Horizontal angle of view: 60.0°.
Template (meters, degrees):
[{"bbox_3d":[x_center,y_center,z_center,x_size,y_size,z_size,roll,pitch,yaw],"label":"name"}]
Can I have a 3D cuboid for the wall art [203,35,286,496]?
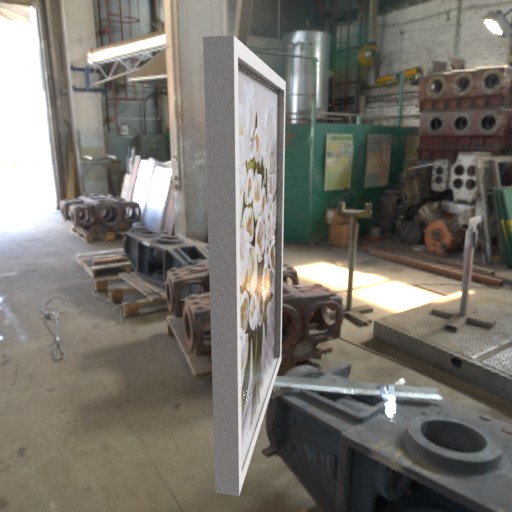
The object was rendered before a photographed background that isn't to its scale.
[{"bbox_3d":[0.000,0.000,0.824,0.038,0.657,0.450,3,15,11],"label":"wall art"}]
